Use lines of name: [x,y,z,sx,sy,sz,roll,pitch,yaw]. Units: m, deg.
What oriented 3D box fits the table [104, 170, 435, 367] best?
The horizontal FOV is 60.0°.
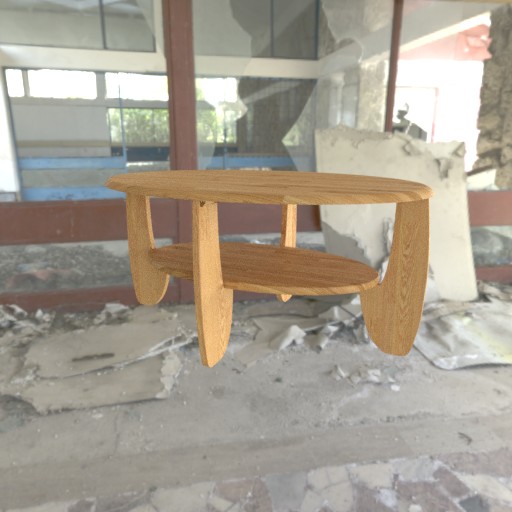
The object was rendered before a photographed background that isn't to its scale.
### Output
table: [0.000,0.000,1.430,1.040,0.490,0.690,7,17,25]
